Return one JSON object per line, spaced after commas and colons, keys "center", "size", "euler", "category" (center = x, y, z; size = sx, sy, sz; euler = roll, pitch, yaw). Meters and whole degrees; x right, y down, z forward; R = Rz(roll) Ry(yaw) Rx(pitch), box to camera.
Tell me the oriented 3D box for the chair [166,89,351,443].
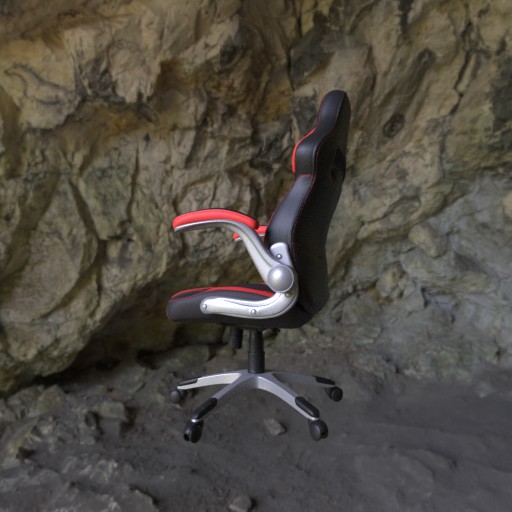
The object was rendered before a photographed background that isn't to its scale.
{"center": [0.000, 0.000, 1.686], "size": [0.712, 1.165, 0.758], "euler": [0, -2, 17], "category": "chair"}
